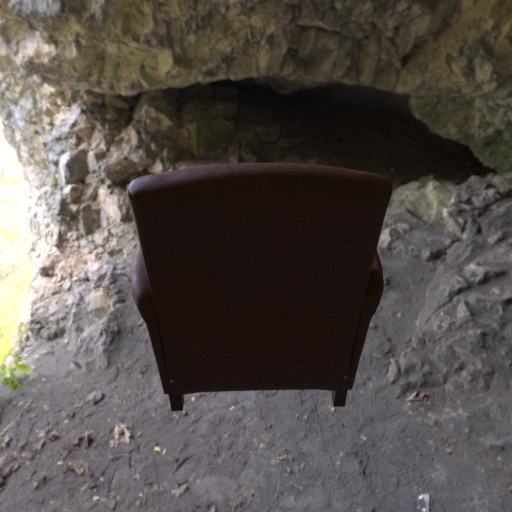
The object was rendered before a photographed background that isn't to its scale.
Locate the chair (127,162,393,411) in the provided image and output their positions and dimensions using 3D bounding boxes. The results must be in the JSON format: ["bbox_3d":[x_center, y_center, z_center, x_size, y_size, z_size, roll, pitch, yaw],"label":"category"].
[{"bbox_3d":[0.000,0.000,1.821,0.978,1.061,0.902,-1,31,-2],"label":"chair"}]
